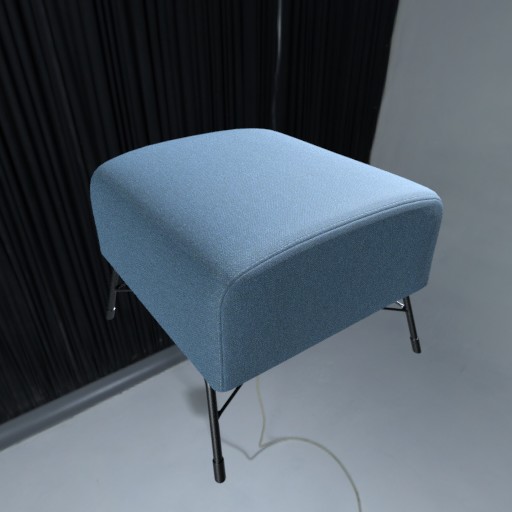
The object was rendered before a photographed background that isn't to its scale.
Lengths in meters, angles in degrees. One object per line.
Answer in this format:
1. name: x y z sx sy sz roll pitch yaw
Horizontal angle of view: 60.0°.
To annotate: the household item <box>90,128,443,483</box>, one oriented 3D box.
1. household item: 0.000 0.000 0.924 0.530 0.420 0.530 -20 37 -30
